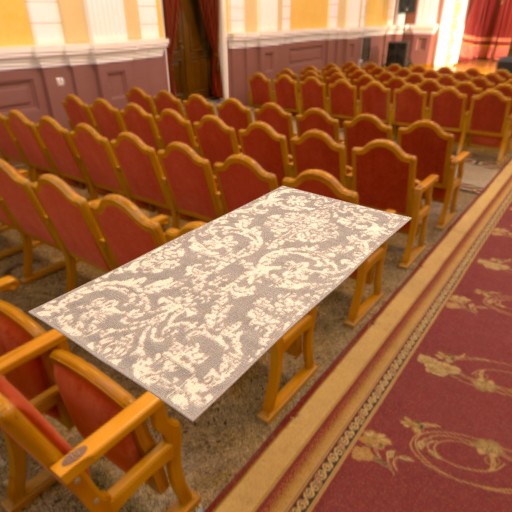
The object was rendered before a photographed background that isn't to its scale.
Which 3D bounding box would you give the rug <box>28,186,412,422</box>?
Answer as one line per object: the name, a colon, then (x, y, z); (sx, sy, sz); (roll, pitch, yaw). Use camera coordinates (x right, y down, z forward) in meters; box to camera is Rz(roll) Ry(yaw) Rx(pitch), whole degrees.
rug: (0.000, 0.000, 1.448); (0.604, 0.007, 1.219); (20, 34, 32)
